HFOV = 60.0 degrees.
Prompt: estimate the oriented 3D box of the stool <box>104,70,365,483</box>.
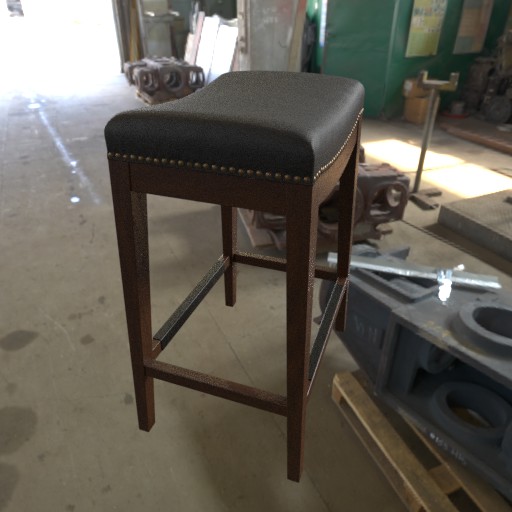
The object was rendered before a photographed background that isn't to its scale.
[{"bbox_3d":[0.000,0.000,0.923,0.353,0.664,0.490,11,32,17],"label":"stool"}]
